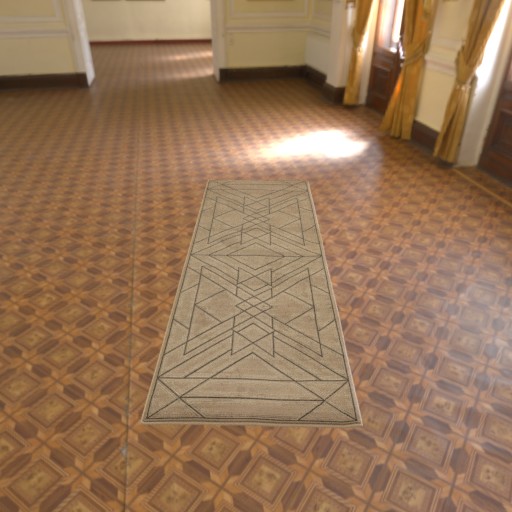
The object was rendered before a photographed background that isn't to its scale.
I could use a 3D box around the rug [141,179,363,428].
[{"bbox_3d":[0.000,0.000,2.650,0.831,0.036,2.381,0,32,1],"label":"rug"}]
